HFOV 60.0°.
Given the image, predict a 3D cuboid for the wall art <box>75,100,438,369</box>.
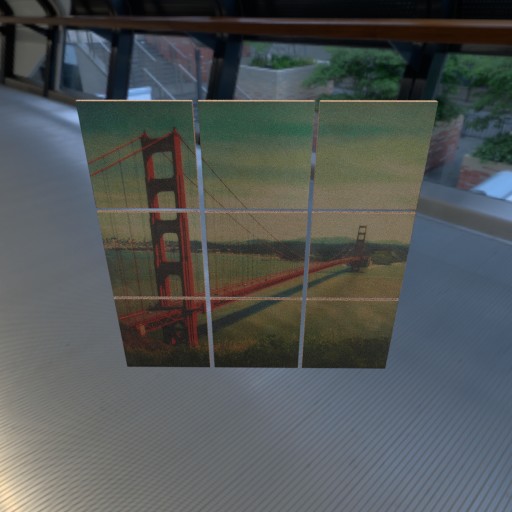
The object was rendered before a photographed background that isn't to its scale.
[{"bbox_3d":[0.000,0.000,1.353,0.917,0.910,0.012,0,30,1],"label":"wall art"}]
